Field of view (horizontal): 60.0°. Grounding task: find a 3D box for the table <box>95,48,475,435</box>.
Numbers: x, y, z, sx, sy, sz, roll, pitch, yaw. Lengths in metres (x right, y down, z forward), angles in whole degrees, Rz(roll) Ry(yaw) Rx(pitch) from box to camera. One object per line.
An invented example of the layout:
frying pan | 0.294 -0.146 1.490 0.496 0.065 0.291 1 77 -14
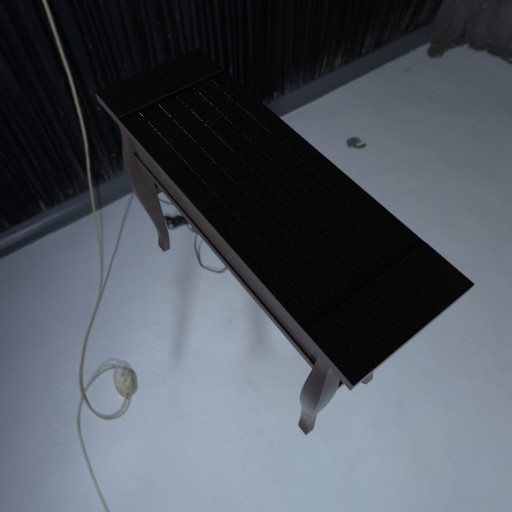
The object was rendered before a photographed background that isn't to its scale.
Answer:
table | 0.000 0.000 1.430 0.373 0.768 1.062 -33 63 -19
